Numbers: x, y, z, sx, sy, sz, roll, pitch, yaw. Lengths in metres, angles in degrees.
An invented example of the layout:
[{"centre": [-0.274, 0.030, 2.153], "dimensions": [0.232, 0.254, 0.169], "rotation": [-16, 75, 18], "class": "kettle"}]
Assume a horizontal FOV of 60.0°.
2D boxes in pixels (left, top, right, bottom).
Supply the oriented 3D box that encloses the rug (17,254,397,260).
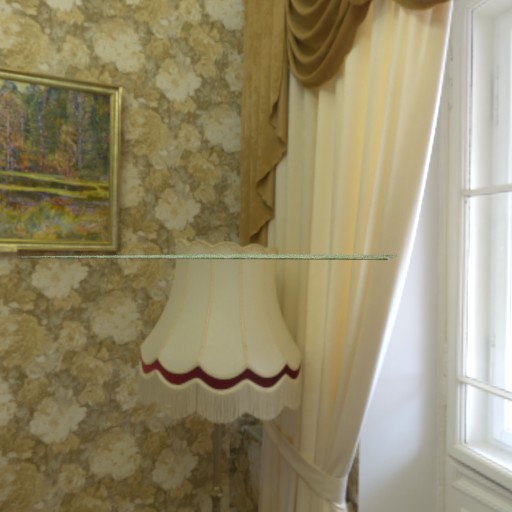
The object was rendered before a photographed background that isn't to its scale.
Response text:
[{"centre": [0.000, 0.000, 4.086], "dimensions": [2.436, 0.007, 3.045], "rotation": [0, 1, 19], "class": "rug"}]
